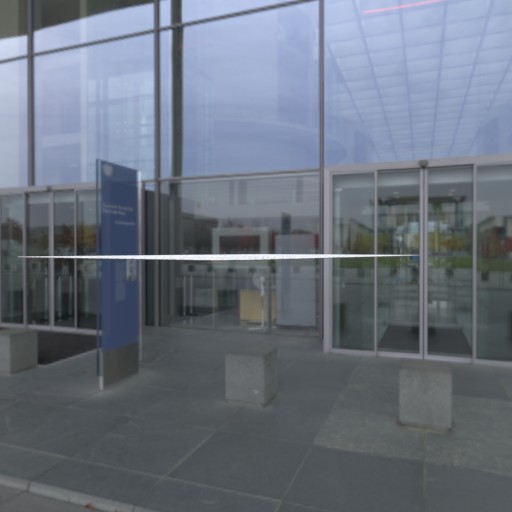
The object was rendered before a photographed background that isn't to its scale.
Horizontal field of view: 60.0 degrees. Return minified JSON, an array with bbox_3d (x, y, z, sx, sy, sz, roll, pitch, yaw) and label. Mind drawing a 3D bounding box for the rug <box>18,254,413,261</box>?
[{"bbox_3d":[0.000,0.000,3.014,1.524,0.005,2.439,0,1,36],"label":"rug"}]
